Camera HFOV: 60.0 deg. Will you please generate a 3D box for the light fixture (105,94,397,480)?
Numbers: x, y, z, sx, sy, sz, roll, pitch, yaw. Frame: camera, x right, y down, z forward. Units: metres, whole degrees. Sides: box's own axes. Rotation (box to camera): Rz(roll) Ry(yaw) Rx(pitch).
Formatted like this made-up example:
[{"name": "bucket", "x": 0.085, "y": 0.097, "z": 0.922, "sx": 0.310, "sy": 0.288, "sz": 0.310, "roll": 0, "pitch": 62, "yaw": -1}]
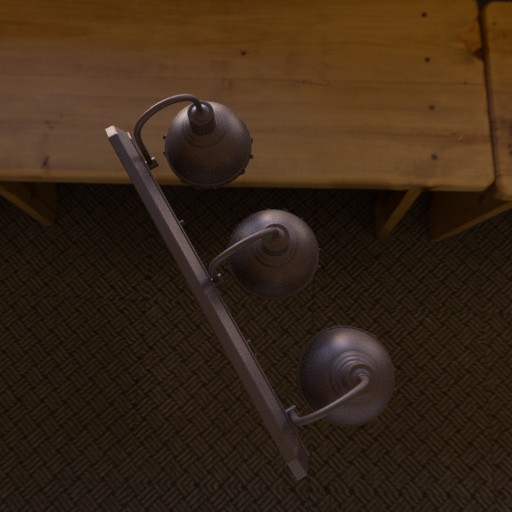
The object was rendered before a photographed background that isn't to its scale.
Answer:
[{"name": "light fixture", "x": 0.000, "y": 0.000, "z": 0.713, "sx": 0.229, "sy": 0.254, "sz": 0.634, "roll": -29, "pitch": 79, "yaw": -6}]
